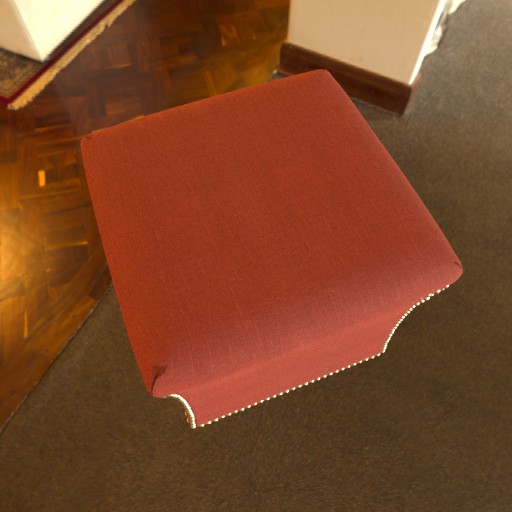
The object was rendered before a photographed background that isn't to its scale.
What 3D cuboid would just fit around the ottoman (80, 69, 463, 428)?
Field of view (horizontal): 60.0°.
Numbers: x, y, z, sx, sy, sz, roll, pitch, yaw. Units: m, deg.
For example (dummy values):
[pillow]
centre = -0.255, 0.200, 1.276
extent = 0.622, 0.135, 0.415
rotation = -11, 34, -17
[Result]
[ottoman]
centre = 0.000, 0.000, 0.895
extent = 0.507, 0.475, 0.497
rotation = -19, 63, -10
